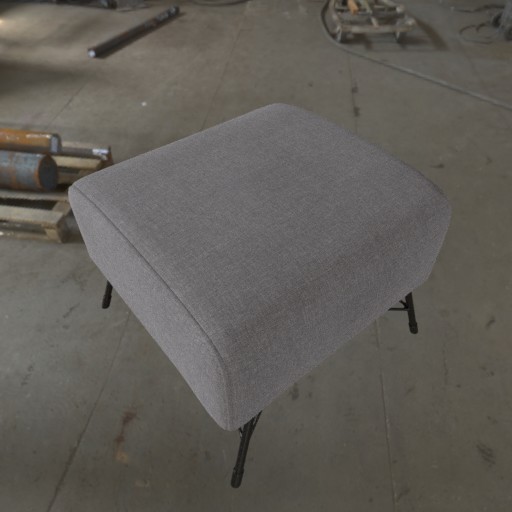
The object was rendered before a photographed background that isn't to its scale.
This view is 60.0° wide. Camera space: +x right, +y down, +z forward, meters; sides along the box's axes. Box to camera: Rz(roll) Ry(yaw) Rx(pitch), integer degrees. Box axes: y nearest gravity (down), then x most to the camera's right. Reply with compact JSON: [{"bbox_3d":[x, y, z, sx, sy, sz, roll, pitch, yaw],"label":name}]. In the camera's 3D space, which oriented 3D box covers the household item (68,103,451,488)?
[{"bbox_3d":[0.000,0.000,0.890,0.530,0.410,0.530,-30,52,-27],"label":"household item"}]
